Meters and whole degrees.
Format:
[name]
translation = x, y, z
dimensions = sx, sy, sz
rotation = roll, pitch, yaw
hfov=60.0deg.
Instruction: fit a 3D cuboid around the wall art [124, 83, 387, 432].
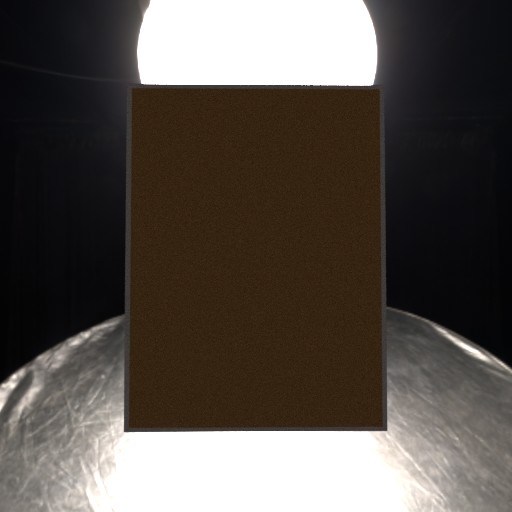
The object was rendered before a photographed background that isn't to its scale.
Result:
[wall art]
translation = 0.000, 0.000, 1.577
dimensions = 0.914, 1.221, 0.046
rotation = 0, -2, -1
